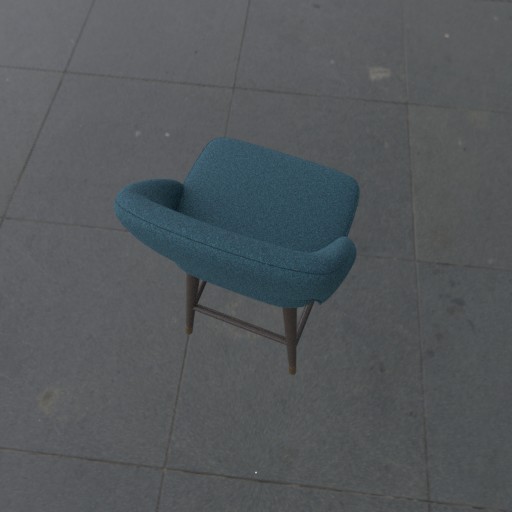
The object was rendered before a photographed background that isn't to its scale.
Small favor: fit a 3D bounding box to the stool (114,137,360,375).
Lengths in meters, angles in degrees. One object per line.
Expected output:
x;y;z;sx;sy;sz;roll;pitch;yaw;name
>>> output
0.000;0.000;1.338;0.536;1.032;0.522;19;66;9;stool
